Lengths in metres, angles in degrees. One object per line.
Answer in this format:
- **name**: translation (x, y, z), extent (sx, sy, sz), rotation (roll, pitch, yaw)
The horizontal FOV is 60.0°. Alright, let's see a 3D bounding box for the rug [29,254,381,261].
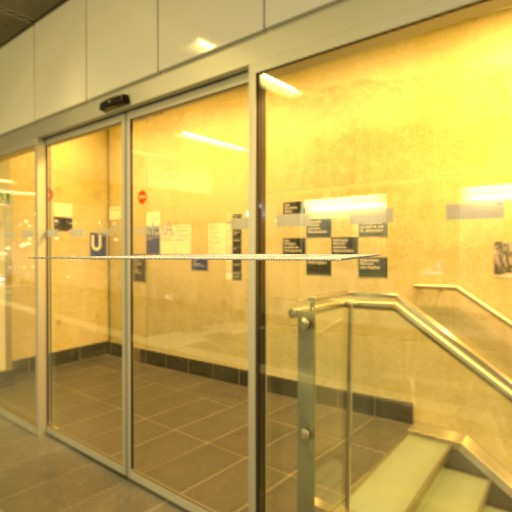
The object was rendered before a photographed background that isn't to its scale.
- **rug**: translation (0.000, 0.000, 4.313), extent (2.143, 0.015, 3.422), rotation (0, 1, 20)
